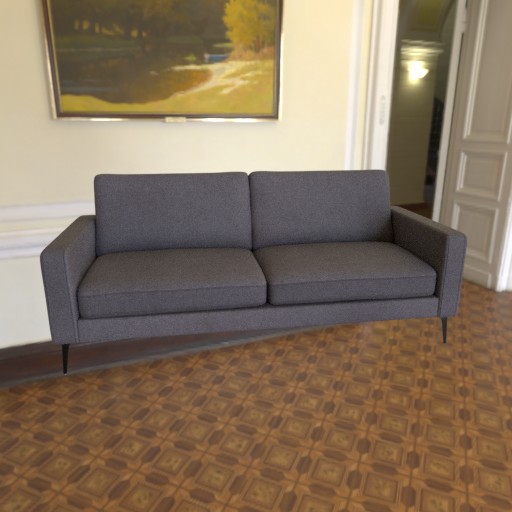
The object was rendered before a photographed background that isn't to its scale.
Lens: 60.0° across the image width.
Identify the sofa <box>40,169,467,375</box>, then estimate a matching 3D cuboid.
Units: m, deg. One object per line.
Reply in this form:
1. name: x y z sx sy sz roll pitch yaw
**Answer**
1. sofa: 0.000 0.000 2.355 1.925 0.828 0.774 -3 17 -8
